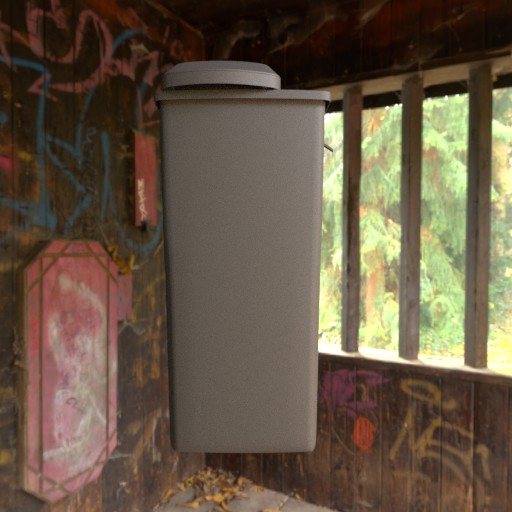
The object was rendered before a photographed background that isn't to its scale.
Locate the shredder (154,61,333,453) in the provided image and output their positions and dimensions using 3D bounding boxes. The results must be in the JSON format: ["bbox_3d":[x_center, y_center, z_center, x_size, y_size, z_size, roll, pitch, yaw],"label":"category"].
[{"bbox_3d":[0.000,0.000,0.509,0.170,0.335,0.320,0,1,0],"label":"shredder"}]
